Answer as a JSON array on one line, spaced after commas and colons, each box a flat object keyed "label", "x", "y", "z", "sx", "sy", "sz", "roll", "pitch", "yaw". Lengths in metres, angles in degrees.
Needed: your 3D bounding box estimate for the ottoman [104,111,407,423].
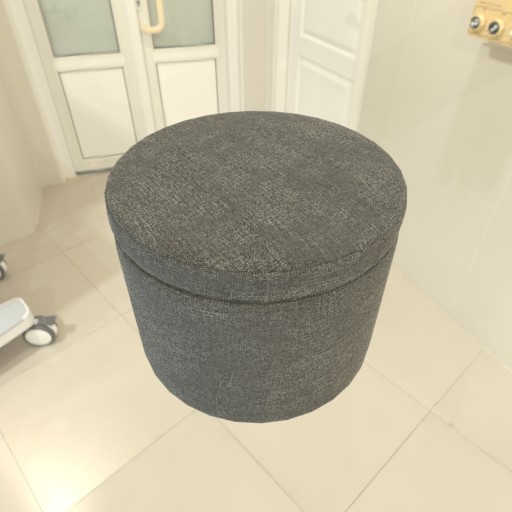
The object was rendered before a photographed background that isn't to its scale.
[{"label": "ottoman", "x": 0.000, "y": 0.000, "z": 0.871, "sx": 0.500, "sy": 0.419, "sz": 0.500, "roll": 0, "pitch": 41, "yaw": 0}]
